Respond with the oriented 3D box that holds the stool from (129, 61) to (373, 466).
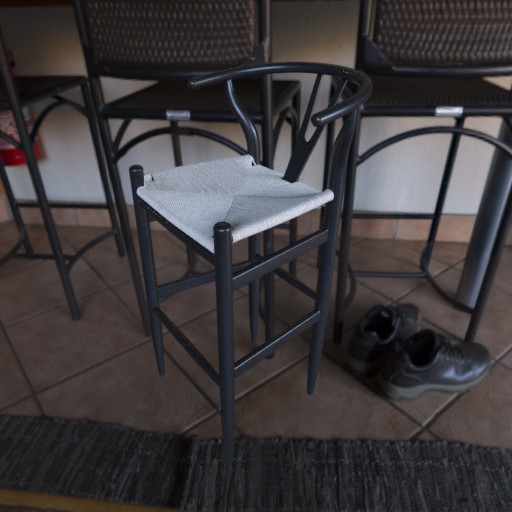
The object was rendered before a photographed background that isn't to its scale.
[{"bbox_3d":[0.000,0.000,1.393,0.579,1.072,0.569,-21,37,-31],"label":"stool"}]
